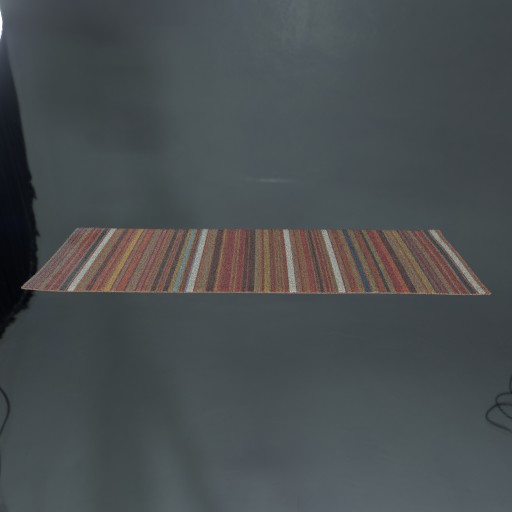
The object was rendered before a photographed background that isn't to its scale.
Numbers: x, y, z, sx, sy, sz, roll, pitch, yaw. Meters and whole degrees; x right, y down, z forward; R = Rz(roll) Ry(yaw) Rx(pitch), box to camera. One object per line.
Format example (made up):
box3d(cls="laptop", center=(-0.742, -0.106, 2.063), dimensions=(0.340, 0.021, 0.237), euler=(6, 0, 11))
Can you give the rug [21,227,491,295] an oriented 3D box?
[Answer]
box3d(cls="rug", center=(0.000, 0.000, 2.646), dimensions=(2.444, 0.030, 0.799), euler=(0, 28, 1))
